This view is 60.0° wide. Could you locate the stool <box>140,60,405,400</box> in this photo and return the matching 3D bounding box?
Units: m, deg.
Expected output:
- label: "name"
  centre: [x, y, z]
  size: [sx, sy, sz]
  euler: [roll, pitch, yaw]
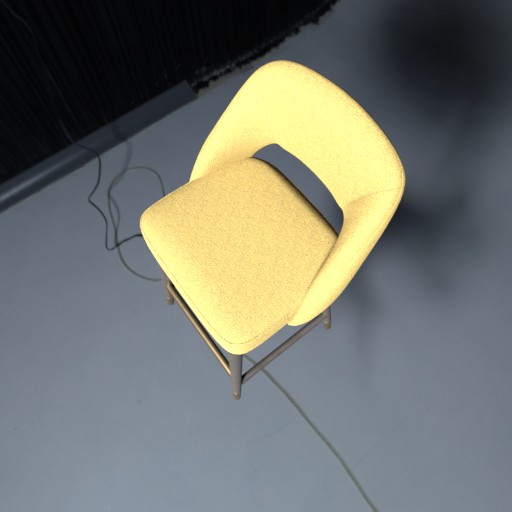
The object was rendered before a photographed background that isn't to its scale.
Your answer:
- label: "stool"
  centre: [0.000, 0.000, 1.289]
  size: [0.522, 0.939, 0.536]
  euler: [-34, 69, -15]
